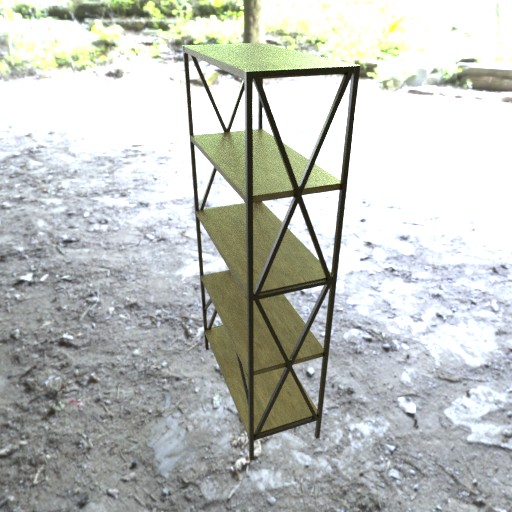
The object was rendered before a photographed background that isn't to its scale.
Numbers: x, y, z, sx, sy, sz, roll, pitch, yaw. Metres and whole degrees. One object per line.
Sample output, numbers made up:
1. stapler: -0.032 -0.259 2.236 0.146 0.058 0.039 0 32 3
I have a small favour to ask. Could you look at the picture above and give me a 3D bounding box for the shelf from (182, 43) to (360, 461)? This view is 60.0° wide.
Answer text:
1. shelf: 0.000 0.000 2.163 0.386 1.803 0.874 -11 32 -18
